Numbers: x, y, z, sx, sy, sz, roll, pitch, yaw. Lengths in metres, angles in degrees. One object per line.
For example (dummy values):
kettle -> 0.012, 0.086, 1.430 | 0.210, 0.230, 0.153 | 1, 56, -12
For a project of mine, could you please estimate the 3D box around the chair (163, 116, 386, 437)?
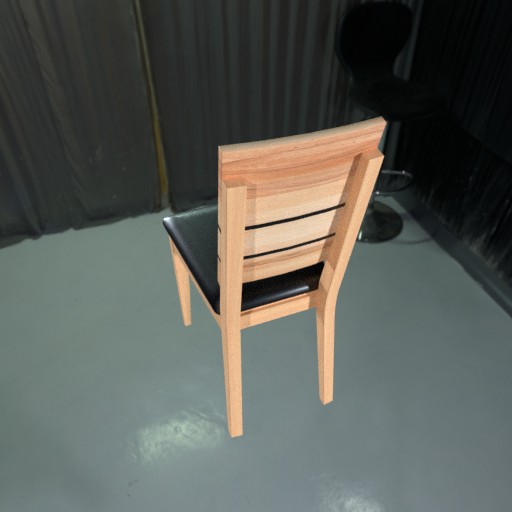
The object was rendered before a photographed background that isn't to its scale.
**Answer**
chair -> 0.000, 0.000, 1.204 | 0.410, 0.940, 0.520 | -14, 44, -15
